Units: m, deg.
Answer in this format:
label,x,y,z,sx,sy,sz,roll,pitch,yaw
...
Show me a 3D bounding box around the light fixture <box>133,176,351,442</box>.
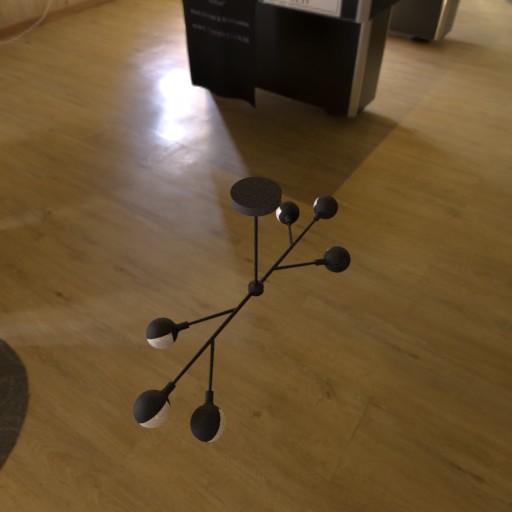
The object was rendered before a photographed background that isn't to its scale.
label,x,y,z,sx,sy,sz,roll,pitch,yaw
light fixture,0.000,0.000,0.998,0.778,0.362,0.434,-32,54,-27
